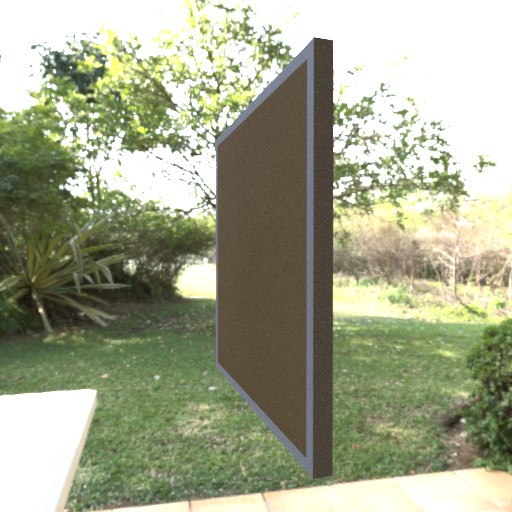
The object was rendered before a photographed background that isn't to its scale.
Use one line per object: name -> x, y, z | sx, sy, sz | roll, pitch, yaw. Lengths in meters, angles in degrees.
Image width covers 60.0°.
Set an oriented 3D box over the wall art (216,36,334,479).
wall art -> 0.000, 0.000, 1.131 | 0.038, 0.761, 0.763 | 0, 1, -18
